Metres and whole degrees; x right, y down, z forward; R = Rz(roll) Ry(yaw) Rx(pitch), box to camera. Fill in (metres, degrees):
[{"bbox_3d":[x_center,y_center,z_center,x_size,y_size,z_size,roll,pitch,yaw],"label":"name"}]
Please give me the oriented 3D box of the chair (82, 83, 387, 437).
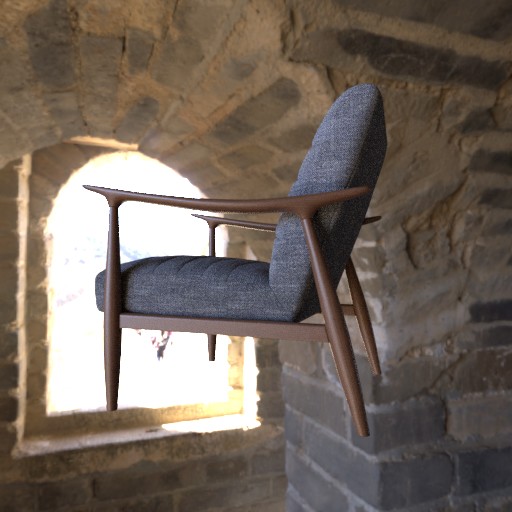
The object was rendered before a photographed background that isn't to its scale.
[{"bbox_3d":[0.000,0.000,1.411,0.798,0.832,0.741,-1,-2,18],"label":"chair"}]
